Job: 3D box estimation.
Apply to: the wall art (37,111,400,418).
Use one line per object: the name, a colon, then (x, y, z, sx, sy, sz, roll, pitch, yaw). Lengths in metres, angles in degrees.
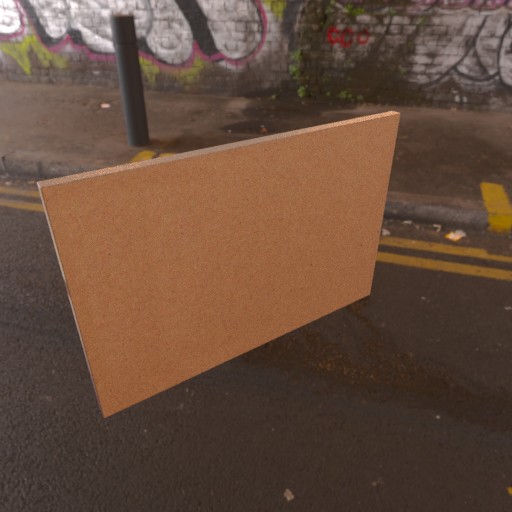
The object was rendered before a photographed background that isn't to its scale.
wall art: (0.000, 0.000, 0.774, 0.615, 0.410, 0.021, -19, 37, -28)
